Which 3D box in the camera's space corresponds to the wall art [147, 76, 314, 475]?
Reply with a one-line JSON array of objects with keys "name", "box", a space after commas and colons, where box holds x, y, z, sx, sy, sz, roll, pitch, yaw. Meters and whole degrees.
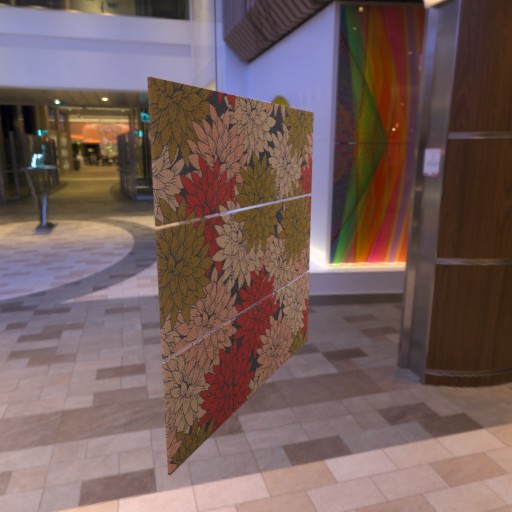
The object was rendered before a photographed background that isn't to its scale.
[{"name": "wall art", "box": [0.000, 0.000, 2.298, 0.013, 1.534, 1.519, 7, 15, 27]}]
